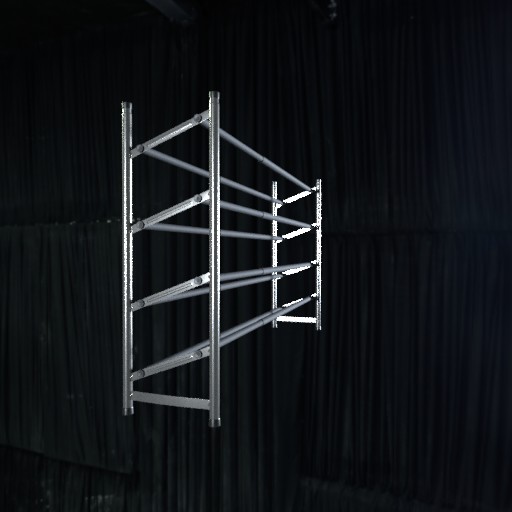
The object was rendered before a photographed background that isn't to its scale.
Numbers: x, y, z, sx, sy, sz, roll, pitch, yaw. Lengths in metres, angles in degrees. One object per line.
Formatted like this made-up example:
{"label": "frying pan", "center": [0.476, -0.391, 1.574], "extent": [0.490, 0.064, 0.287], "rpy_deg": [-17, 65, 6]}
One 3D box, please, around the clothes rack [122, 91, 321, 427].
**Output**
{"label": "clothes rack", "center": [0.000, 0.000, 1.468], "extent": [0.229, 0.672, 1.168], "rpy_deg": [0, 1, 18]}
